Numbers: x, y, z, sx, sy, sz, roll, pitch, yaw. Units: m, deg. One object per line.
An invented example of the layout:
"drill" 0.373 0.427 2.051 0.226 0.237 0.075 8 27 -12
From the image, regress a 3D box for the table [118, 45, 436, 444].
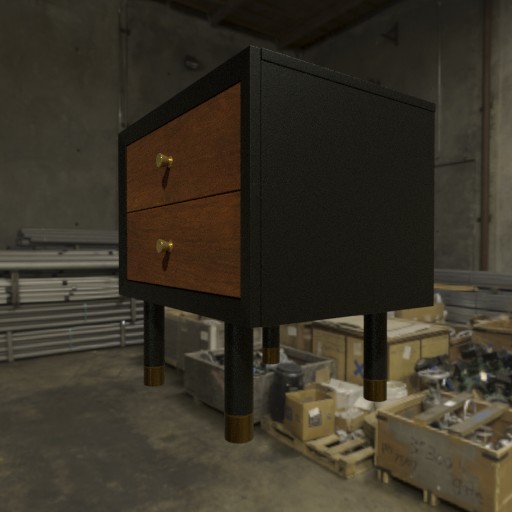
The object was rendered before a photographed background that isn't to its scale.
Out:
"table" 0.000 0.000 0.953 0.441 0.584 0.564 -1 1 -35
